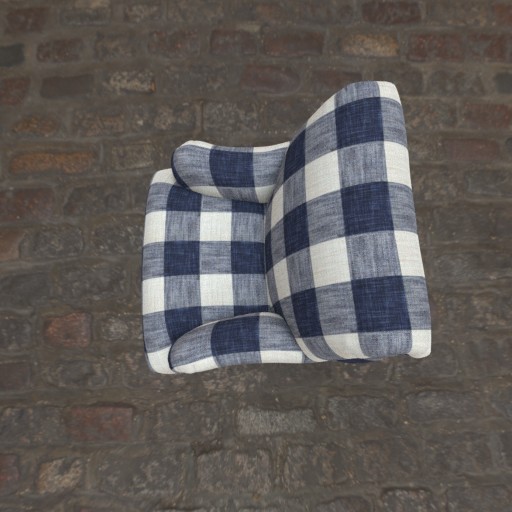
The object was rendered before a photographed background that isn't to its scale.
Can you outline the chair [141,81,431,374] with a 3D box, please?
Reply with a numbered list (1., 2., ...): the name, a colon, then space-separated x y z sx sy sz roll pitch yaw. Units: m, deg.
1. chair: 0.000 0.000 1.553 0.848 0.953 0.781 -2 75 0
